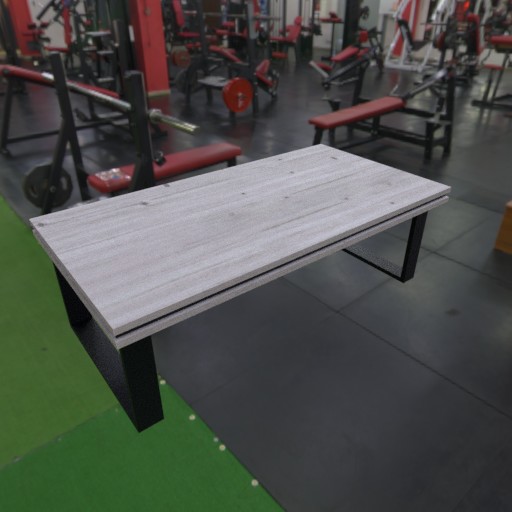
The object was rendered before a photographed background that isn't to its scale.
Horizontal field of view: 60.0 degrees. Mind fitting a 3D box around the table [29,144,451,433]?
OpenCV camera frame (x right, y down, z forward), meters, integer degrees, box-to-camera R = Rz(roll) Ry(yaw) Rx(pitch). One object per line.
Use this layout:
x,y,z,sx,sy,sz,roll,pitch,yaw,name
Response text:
0.000,0.000,1.694,1.350,0.450,0.700,-22,37,-32,table
